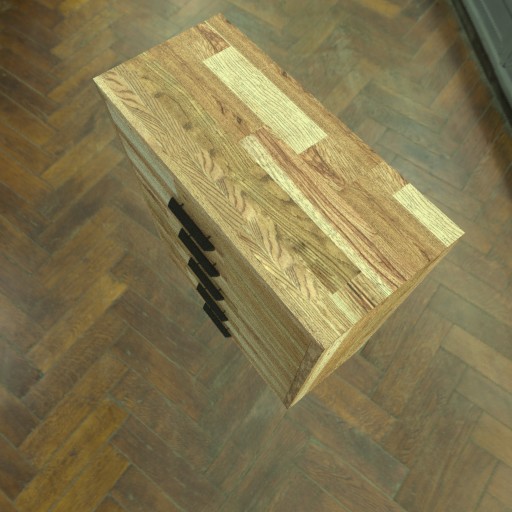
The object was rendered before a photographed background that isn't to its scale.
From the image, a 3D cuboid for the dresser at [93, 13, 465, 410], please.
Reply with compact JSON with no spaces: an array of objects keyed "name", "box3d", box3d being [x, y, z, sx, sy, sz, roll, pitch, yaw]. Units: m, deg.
[{"name":"dresser","box3d":[0.000,0.000,1.690,0.480,1.243,0.966,-35,70,-15]}]
